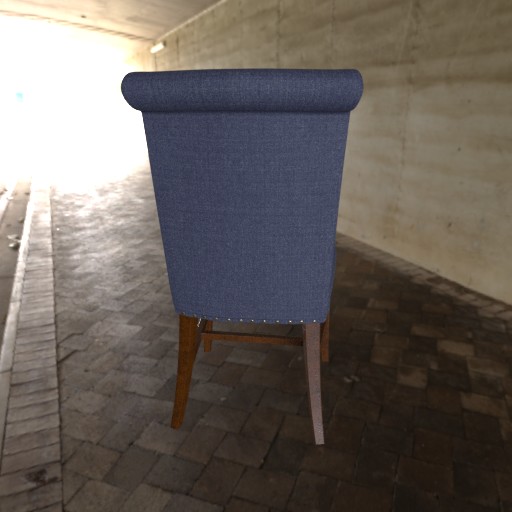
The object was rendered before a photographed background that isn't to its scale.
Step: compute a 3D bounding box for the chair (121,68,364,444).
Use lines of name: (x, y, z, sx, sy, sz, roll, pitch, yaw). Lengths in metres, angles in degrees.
chair: (0.000, 0.000, 1.319, 0.513, 0.988, 0.608, 3, 19, 8)
